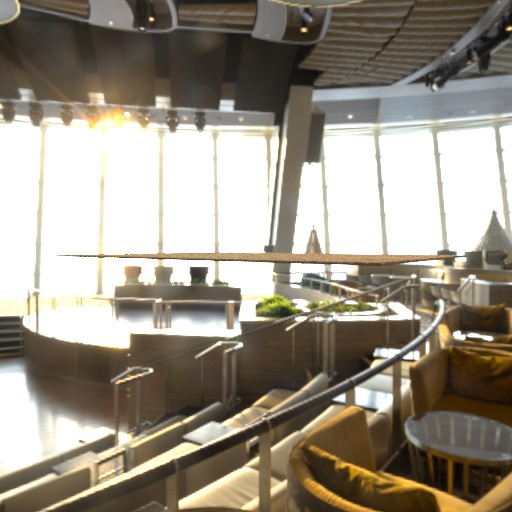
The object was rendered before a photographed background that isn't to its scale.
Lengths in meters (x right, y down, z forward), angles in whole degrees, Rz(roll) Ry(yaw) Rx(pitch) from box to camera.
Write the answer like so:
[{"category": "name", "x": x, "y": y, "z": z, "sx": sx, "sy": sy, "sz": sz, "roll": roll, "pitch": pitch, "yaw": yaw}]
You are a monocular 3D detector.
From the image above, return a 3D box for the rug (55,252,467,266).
[{"category": "rug", "x": 0.000, "y": 0.000, "z": 2.361, "sx": 1.829, "sy": 0.011, "sz": 1.219, "roll": 1, "pitch": 2, "yaw": 37}]
